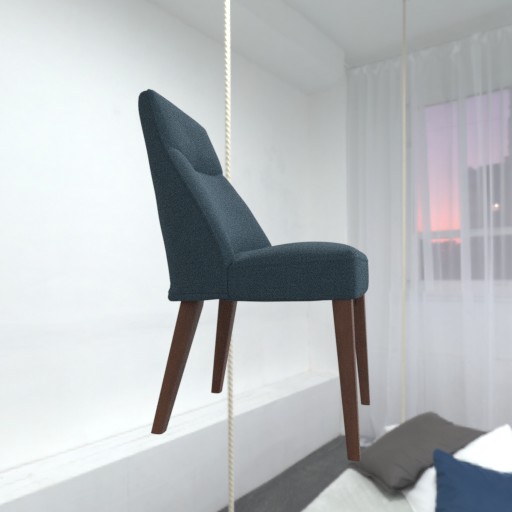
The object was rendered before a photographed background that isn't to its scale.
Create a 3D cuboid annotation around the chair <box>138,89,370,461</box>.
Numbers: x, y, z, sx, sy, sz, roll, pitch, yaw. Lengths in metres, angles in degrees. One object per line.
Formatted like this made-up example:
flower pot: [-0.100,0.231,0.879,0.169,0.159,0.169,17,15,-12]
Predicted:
chair: [0.000,0.000,1.296,0.620,0.930,0.500,-1,-2,17]
